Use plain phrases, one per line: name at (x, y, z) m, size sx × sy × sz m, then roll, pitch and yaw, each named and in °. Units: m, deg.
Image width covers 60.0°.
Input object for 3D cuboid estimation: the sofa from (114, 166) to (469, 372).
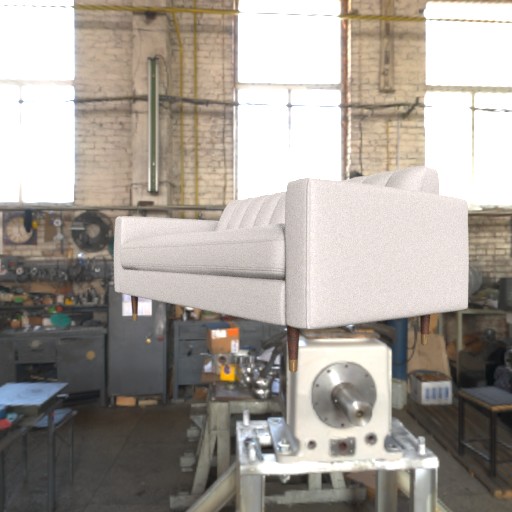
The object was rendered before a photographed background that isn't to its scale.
sofa at (0.000, 0.000, 2.408) m, size 0.969 × 0.814 × 1.895 m, roll 0°, pitch 0°, yaw -36°
